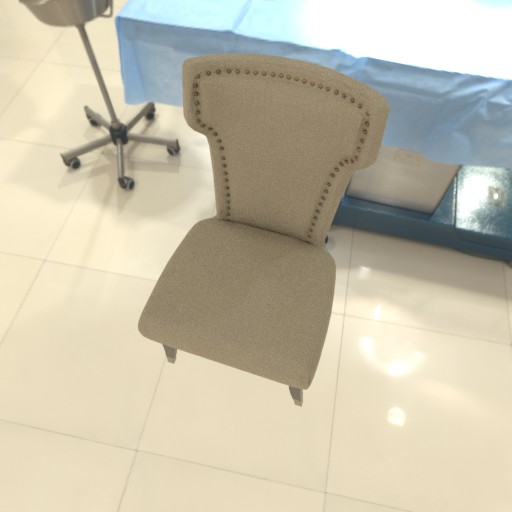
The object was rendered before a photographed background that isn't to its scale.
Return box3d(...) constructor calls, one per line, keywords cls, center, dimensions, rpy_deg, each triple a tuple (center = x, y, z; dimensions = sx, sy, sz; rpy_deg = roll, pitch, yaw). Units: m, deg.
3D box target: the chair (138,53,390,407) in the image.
box3d(cls="chair", center=(0.000, 0.000, 1.336), dimensions=(0.526, 0.955, 0.630), rpy_deg=(16, 60, 10))
